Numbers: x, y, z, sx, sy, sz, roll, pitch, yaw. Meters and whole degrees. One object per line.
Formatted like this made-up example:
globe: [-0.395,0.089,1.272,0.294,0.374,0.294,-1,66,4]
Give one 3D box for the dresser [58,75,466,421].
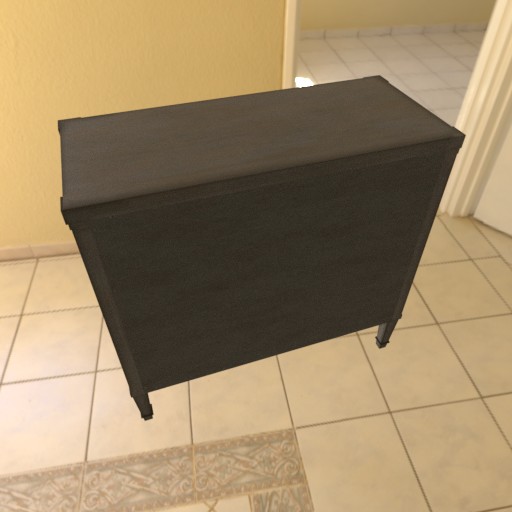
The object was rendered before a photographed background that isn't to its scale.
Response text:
dresser: [0.000,0.000,1.575,1.049,0.986,0.463,-13,44,-14]
